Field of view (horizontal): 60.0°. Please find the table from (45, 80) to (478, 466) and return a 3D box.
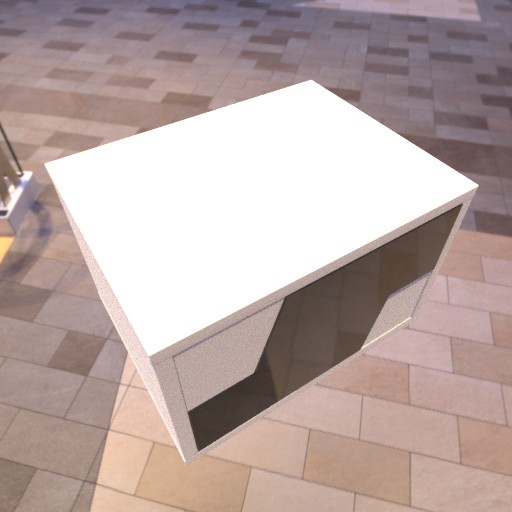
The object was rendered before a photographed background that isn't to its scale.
[{"bbox_3d":[0.000,0.000,0.793,0.517,0.357,0.399,-25,52,-22],"label":"table"}]
